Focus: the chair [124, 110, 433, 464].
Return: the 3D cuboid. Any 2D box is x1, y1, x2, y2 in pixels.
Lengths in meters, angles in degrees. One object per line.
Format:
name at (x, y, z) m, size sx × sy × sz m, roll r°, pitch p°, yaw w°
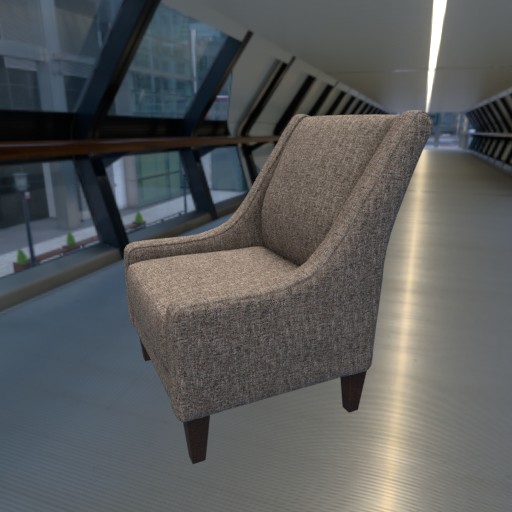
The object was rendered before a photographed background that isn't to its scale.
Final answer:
chair at (0.000, 0.000, 1.635) m, size 0.870 × 1.014 × 0.774 m, roll -8°, pitch 18°, yaw -24°
